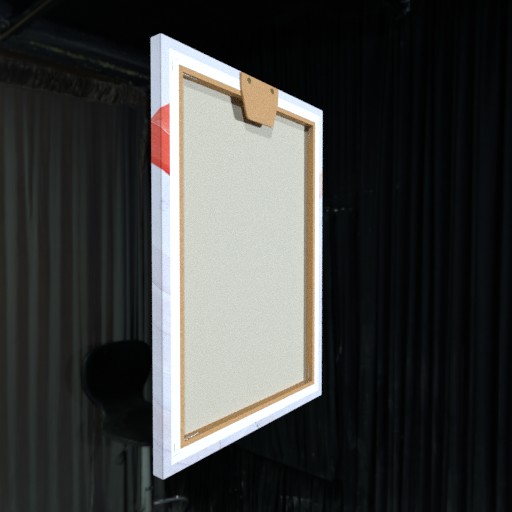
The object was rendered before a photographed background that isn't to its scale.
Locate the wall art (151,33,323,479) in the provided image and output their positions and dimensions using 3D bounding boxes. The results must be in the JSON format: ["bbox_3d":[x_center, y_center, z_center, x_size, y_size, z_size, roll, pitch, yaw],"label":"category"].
[{"bbox_3d":[0.000,0.000,1.088,0.036,0.848,0.613,1,2,38],"label":"wall art"}]
